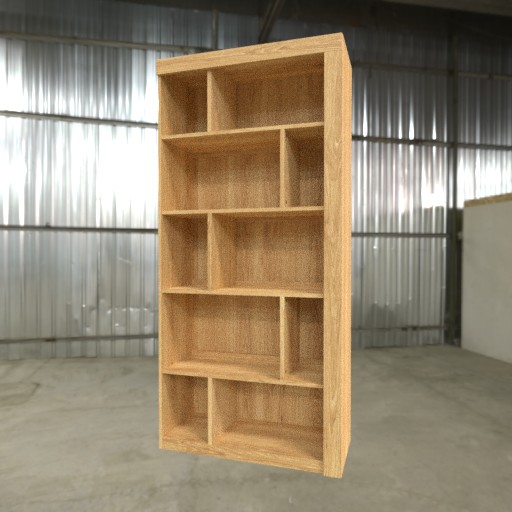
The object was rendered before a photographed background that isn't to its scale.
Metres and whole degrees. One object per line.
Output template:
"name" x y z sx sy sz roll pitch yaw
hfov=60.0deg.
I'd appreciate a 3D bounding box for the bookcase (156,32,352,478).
"bookcase" 0.000 0.000 2.350 0.950 2.020 0.420 0 1 18
